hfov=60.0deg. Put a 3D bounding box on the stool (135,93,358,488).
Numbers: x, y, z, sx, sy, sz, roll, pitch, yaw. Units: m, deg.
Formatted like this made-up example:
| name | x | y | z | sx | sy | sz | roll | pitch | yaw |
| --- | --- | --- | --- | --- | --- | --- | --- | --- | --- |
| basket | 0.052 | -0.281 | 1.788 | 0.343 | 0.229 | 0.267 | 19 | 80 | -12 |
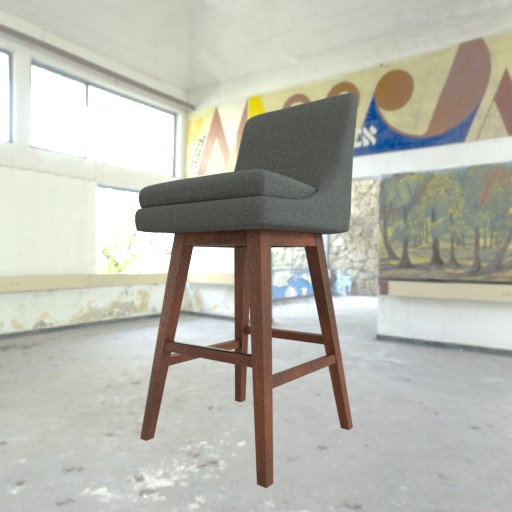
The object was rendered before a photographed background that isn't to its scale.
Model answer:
| name | x | y | z | sx | sy | sz | roll | pitch | yaw |
| --- | --- | --- | --- | --- | --- | --- | --- | --- | --- |
| stool | 0.000 | 0.000 | 1.252 | 0.447 | 0.977 | 0.524 | 0 | 0 | 37 |
